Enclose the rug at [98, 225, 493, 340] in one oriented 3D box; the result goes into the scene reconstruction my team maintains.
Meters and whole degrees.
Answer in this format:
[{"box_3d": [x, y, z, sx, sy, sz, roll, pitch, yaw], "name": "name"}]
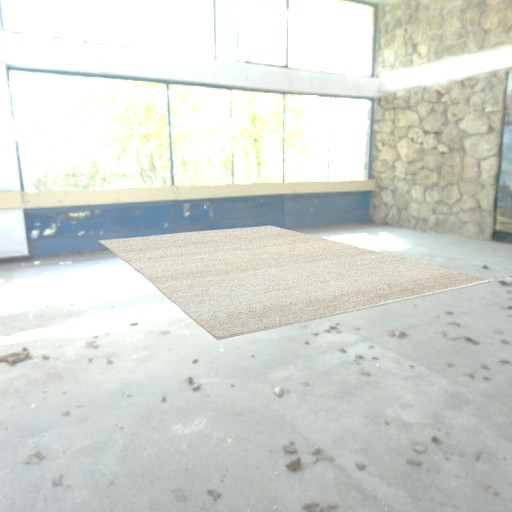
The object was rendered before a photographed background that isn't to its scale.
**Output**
[{"box_3d": [0.000, 0.000, 2.918, 1.596, 0.030, 2.283, -7, 14, -28], "name": "rug"}]
